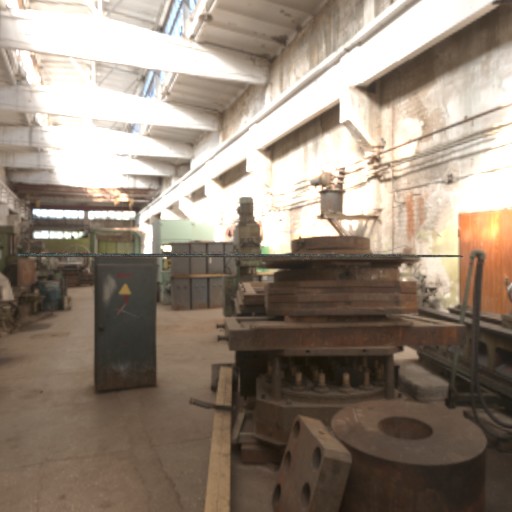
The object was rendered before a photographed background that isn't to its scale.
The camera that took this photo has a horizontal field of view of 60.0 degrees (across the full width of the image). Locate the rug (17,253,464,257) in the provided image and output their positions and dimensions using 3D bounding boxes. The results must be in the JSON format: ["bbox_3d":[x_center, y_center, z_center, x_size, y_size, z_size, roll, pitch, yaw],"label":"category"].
[{"bbox_3d":[0.000,0.000,2.501,2.292,0.014,0.685,0,0,-19],"label":"rug"}]
